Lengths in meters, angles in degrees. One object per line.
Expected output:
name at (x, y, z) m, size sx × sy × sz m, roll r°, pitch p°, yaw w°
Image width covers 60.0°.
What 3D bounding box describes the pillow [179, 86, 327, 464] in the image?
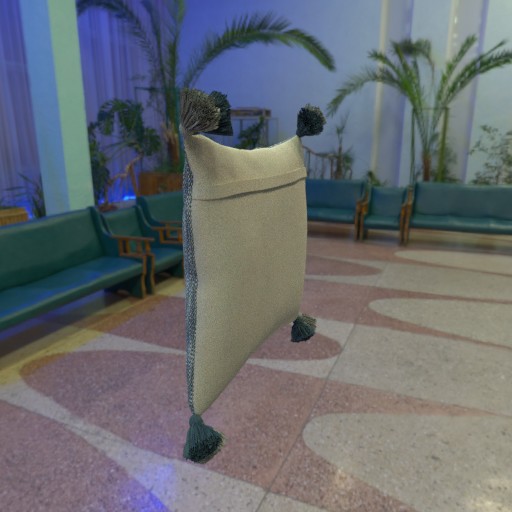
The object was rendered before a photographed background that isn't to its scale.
pillow at (0.000, 0.000, 0.924) m, size 0.138 × 0.634 × 0.614 m, roll 8°, pitch 17°, yaw 26°
